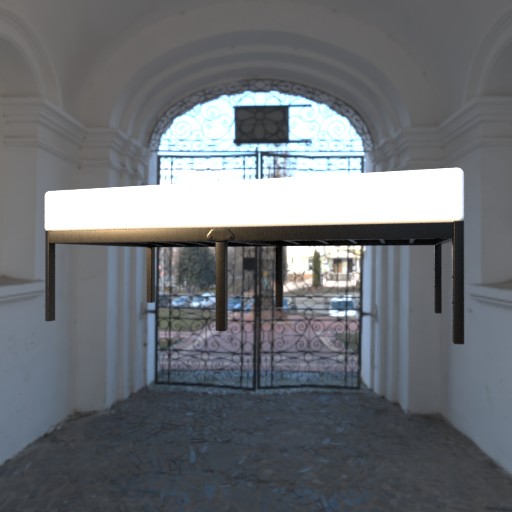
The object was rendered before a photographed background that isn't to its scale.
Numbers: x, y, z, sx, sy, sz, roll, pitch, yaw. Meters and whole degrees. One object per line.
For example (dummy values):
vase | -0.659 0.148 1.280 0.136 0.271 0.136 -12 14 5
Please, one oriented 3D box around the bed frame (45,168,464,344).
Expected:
bed frame | 0.000 0.000 2.414 1.950 0.659 1.023 0 0 18
